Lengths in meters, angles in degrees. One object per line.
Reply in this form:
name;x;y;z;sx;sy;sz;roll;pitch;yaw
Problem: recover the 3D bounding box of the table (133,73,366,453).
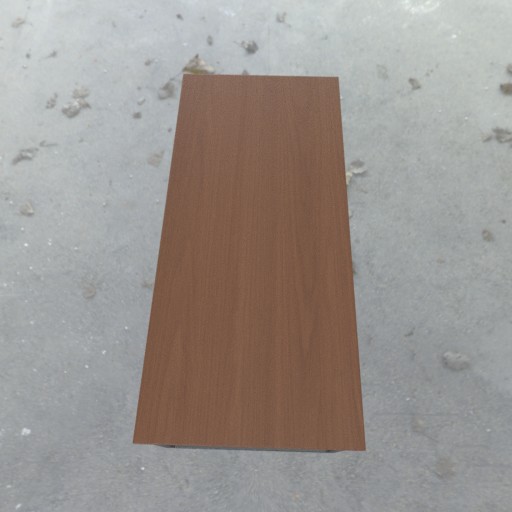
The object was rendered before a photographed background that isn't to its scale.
table;0.000;0.000;1.365;0.500;0.400;1.100;1;64;1
